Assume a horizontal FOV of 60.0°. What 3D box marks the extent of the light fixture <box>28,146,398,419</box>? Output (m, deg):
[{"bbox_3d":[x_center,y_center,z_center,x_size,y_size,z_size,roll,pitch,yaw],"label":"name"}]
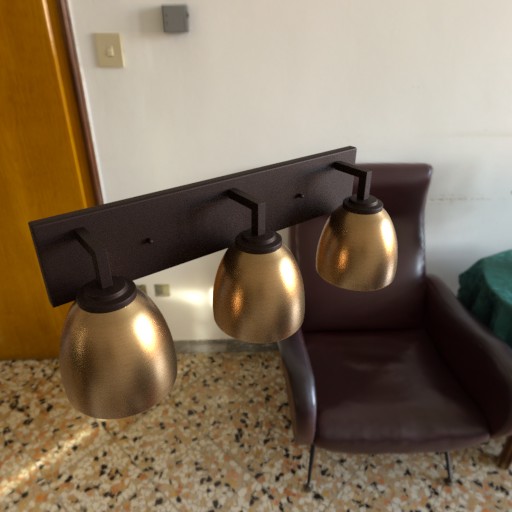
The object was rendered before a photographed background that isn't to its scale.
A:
[{"bbox_3d":[0.000,0.000,0.647,0.582,0.204,0.157,-20,35,-32],"label":"light fixture"}]
